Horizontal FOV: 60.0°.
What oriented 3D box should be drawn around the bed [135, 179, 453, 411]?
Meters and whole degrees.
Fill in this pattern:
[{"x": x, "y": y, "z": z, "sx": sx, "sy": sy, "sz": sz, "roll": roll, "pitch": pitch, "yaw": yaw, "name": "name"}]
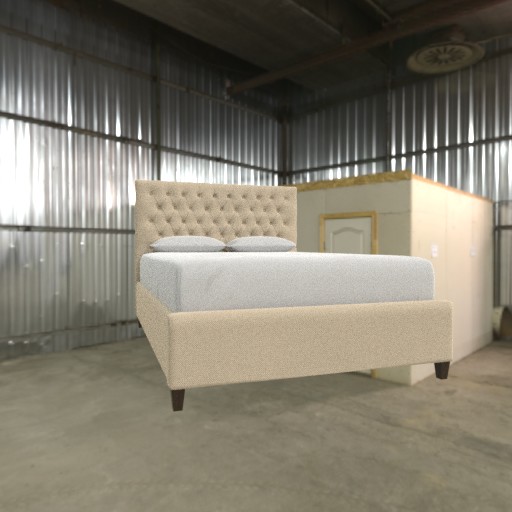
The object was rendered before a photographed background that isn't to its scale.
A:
[{"x": 0.000, "y": 0.000, "z": 3.466, "sx": 1.698, "sy": 1.427, "sz": 2.387, "roll": 0, "pitch": 1, "yaw": -19, "name": "bed"}]
